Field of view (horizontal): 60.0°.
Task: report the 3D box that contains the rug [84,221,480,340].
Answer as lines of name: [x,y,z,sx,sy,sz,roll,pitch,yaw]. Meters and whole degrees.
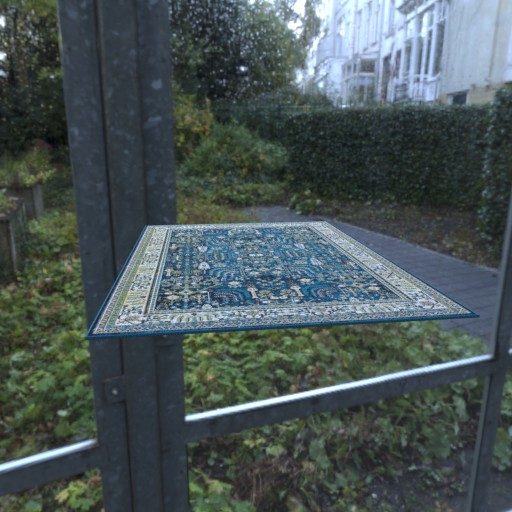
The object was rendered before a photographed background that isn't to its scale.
rug: [0.000,0.000,2.815,1.594,0.013,2.213,-2,15,-8]
